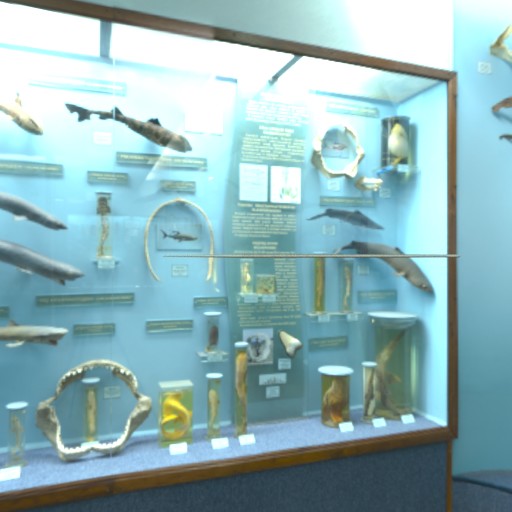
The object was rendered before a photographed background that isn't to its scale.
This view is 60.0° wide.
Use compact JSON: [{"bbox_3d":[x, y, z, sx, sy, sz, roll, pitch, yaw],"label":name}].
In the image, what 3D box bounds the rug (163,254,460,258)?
[{"bbox_3d":[0.000,0.000,2.690,0.864,0.012,2.388,0,0,-18],"label":"rug"}]
